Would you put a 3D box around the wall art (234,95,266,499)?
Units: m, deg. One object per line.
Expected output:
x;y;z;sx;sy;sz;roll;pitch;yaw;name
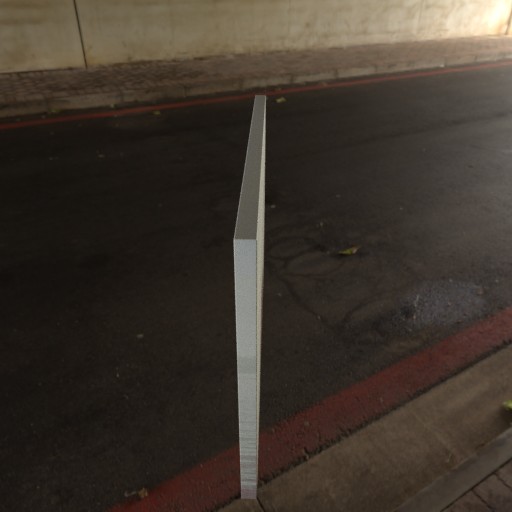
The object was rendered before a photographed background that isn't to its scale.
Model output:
0.000;0.000;0.766;0.021;0.410;0.615;1;31;2;wall art
